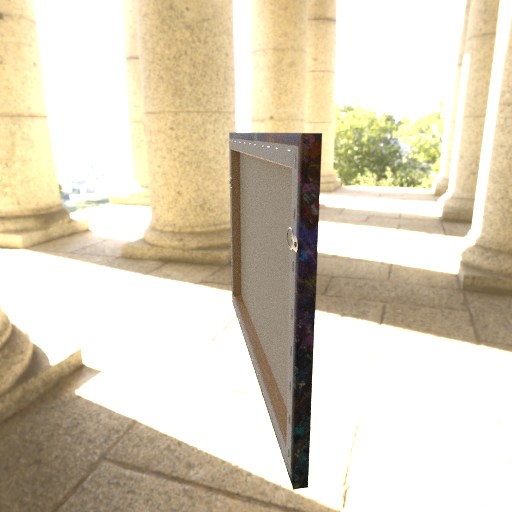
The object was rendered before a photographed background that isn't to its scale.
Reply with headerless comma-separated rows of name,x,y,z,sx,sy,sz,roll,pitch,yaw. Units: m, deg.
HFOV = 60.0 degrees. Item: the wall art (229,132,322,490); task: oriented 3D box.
wall art,0.000,0.000,1.418,0.042,0.760,1.136,-3,16,-9
